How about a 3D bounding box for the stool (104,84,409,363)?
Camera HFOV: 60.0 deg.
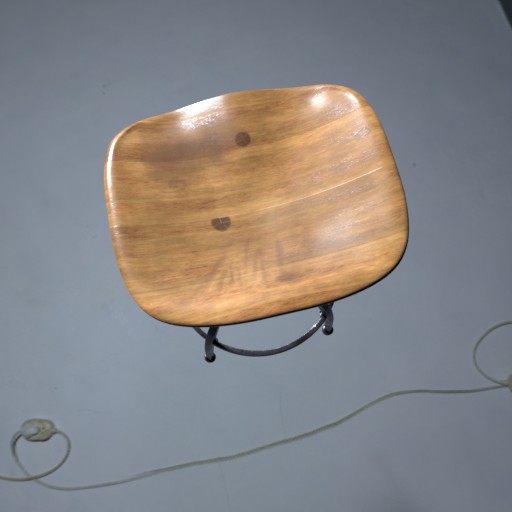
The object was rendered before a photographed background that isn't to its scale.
[{"bbox_3d":[0.000,0.000,0.980,0.432,0.694,0.424,-12,75,-3],"label":"stool"}]
